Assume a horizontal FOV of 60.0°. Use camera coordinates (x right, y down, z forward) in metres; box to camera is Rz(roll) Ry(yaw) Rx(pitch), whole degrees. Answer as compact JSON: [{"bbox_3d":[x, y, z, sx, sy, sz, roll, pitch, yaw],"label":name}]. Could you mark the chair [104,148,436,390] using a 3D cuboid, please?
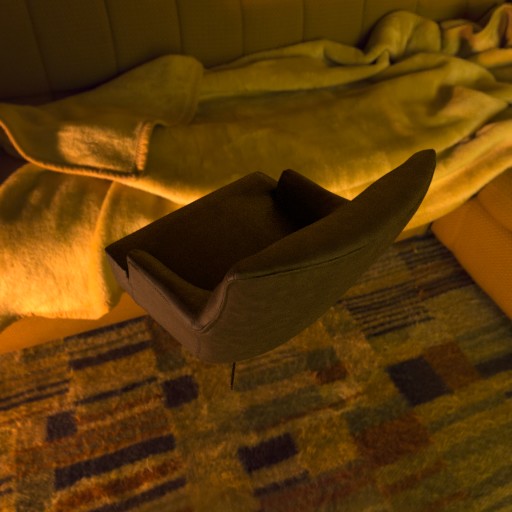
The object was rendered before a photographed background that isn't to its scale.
[{"bbox_3d":[0.000,0.000,1.489,0.738,0.870,0.874,-32,54,-27],"label":"chair"}]
